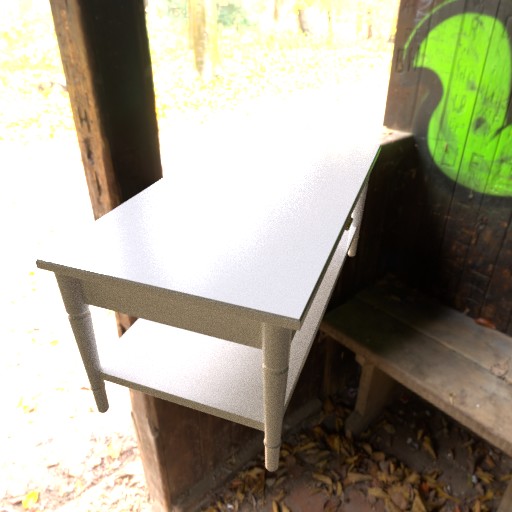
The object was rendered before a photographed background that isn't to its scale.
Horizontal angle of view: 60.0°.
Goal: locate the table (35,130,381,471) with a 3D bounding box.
[{"bbox_3d":[0.000,0.000,1.360,0.559,0.457,1.067,11,32,18],"label":"table"}]
